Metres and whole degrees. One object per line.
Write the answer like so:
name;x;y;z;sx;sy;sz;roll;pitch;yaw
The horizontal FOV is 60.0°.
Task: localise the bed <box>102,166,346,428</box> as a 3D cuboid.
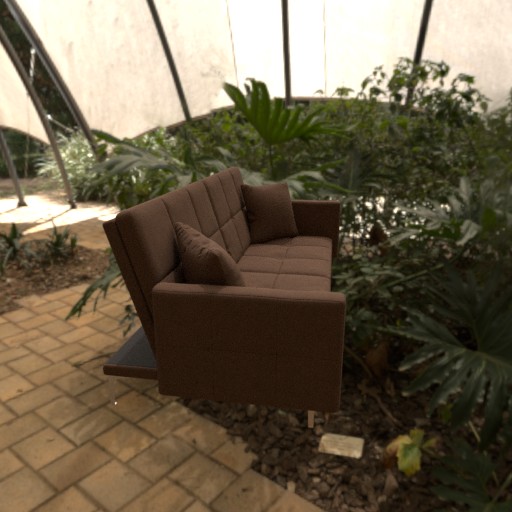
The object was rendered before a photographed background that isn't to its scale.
bed;0.000;0.000;2.357;0.889;0.787;1.905;3;17;9
